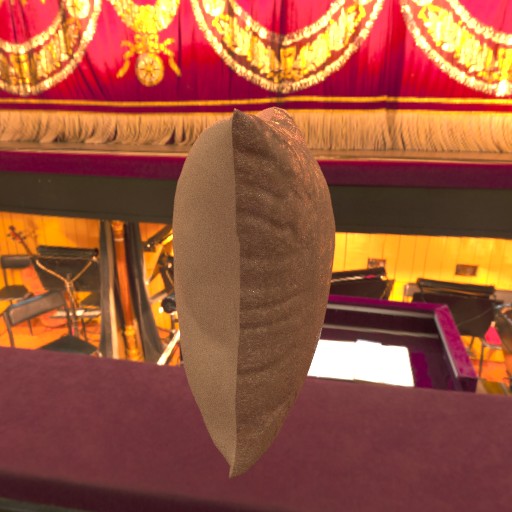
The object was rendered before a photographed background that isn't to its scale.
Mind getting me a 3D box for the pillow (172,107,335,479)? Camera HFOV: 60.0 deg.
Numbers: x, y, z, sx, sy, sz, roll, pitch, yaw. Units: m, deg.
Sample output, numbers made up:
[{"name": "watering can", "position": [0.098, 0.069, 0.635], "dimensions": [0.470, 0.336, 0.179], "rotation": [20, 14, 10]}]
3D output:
[{"name": "pillow", "position": [0.000, 0.000, 0.701], "dimensions": [0.245, 0.448, 0.450], "rotation": [3, 19, 9]}]
